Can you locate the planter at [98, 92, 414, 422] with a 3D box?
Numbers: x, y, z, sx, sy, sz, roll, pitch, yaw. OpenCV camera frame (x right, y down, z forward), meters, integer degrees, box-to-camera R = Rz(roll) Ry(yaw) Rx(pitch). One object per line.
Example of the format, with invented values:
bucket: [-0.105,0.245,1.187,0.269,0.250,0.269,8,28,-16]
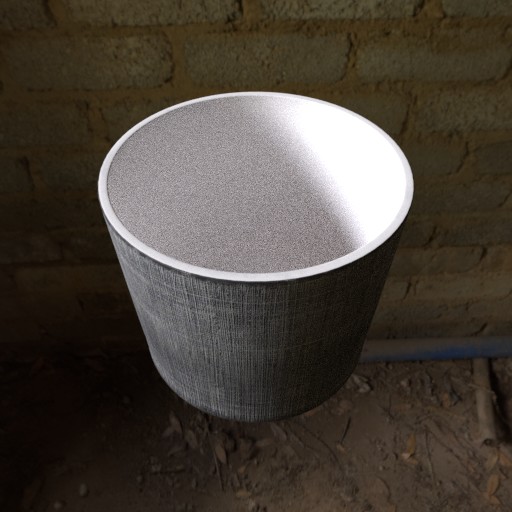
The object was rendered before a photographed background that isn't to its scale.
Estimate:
planter: [0.000,0.000,0.446,0.254,0.221,0.254,0,47,0]
